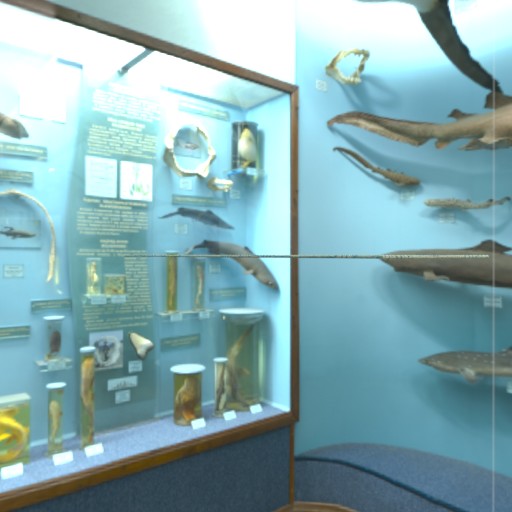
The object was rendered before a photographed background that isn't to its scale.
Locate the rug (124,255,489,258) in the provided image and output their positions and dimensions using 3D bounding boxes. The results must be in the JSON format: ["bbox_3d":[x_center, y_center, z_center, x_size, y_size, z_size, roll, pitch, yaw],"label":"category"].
[{"bbox_3d":[0.000,0.000,2.730,0.775,0.012,2.452,0,0,-37],"label":"rug"}]
